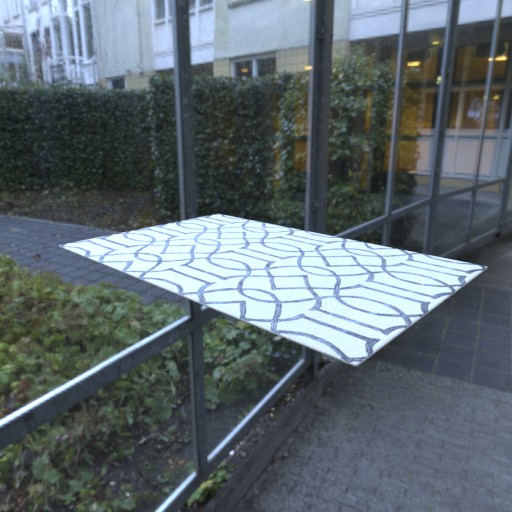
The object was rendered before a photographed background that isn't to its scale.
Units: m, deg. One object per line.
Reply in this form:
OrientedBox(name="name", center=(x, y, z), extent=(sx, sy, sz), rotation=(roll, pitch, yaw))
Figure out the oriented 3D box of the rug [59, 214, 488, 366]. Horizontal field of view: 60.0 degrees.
OrientedBox(name="rug", center=(0.000, 0.000, 2.875), extent=(2.365, 0.017, 1.521), rotation=(15, 22, 40))
